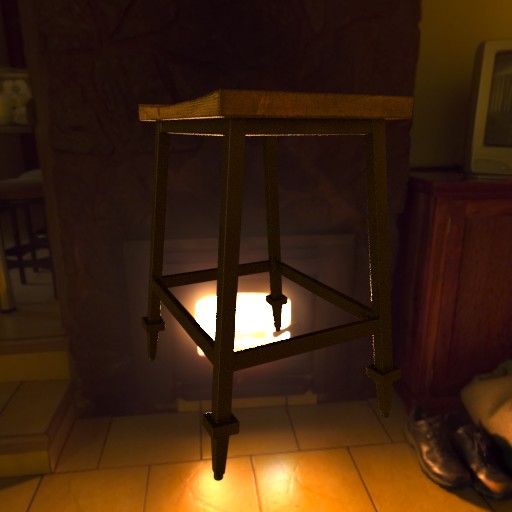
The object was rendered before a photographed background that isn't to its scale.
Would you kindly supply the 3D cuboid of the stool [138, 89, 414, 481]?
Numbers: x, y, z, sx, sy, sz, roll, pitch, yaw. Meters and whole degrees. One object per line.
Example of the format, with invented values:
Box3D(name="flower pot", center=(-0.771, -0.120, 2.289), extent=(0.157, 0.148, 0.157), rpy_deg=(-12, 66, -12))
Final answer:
Box3D(name="stool", center=(0.000, 0.000, 0.945), extent=(0.405, 0.625, 0.486), rpy_deg=(-8, 18, -26))
